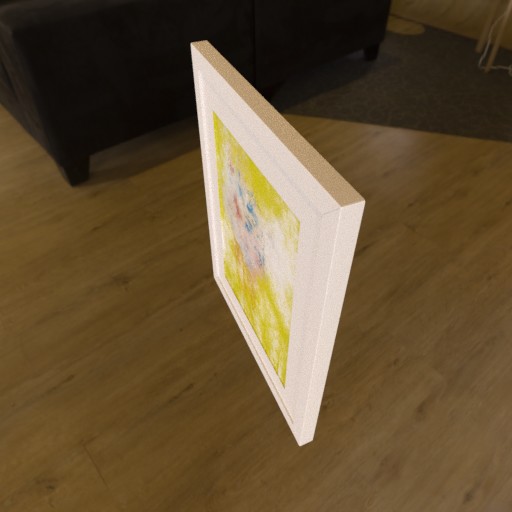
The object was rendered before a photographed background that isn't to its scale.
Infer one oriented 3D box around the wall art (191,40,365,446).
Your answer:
[{"bbox_3d":[0.000,0.000,0.759,0.028,0.556,0.454,-17,48,-17],"label":"wall art"}]
